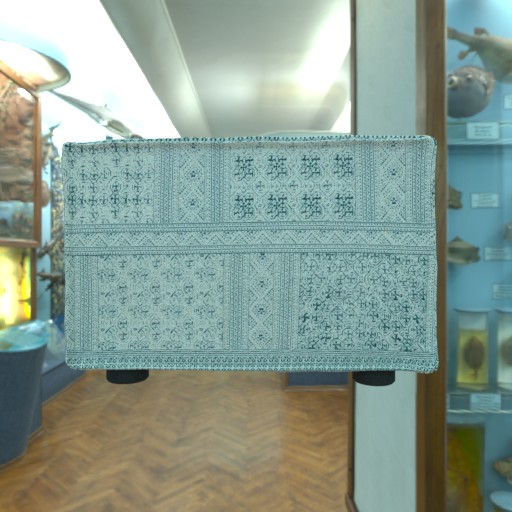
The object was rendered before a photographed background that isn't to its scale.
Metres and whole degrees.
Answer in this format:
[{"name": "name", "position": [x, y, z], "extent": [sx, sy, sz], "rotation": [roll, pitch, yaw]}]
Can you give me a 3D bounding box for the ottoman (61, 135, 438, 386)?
[{"name": "ottoman", "position": [0.000, 0.000, 1.016], "extent": [0.626, 0.439, 0.617], "rotation": [0, 0, 1]}]
